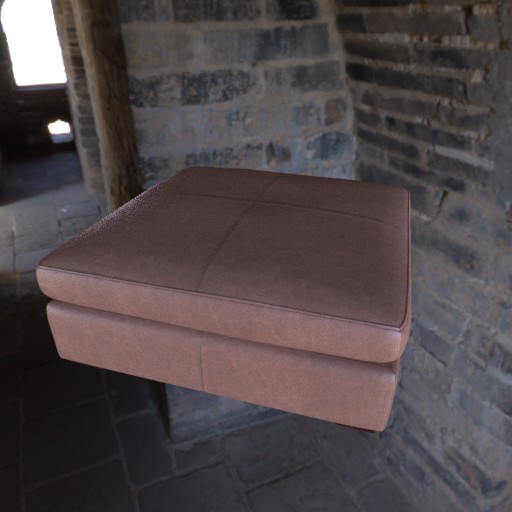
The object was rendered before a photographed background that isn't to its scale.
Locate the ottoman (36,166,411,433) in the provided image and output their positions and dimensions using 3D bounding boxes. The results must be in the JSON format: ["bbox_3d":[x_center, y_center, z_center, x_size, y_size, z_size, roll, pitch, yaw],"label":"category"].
[{"bbox_3d":[0.000,0.000,1.799,1.168,0.490,1.168,8,29,15],"label":"ottoman"}]
